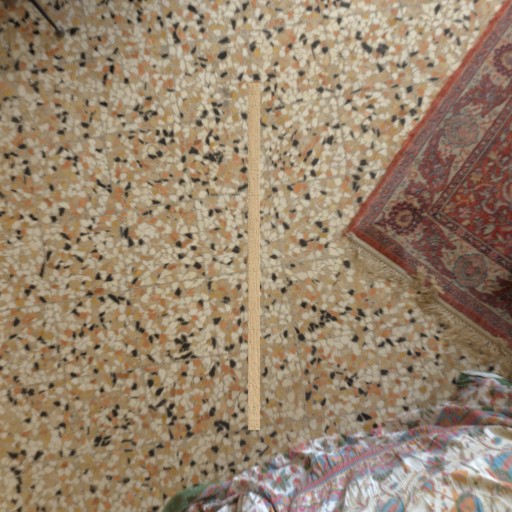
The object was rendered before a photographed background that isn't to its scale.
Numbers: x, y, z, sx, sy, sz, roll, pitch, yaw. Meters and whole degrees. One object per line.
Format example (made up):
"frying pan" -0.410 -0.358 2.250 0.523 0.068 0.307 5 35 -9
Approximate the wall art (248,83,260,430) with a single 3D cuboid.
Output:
"wall art" 0.000 0.000 0.828 0.013 0.683 0.381 0 90 0
